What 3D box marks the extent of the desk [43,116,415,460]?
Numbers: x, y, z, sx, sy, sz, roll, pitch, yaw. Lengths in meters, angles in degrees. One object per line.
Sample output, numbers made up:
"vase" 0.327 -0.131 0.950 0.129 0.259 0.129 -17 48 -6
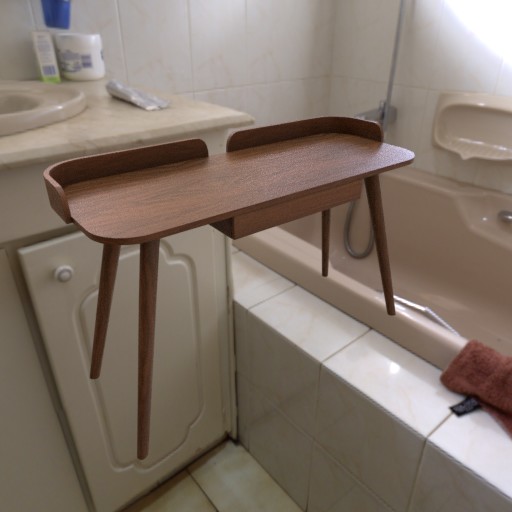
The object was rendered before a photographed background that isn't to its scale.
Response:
"desk" 0.000 0.000 1.638 1.256 0.800 0.486 -20 35 -32
